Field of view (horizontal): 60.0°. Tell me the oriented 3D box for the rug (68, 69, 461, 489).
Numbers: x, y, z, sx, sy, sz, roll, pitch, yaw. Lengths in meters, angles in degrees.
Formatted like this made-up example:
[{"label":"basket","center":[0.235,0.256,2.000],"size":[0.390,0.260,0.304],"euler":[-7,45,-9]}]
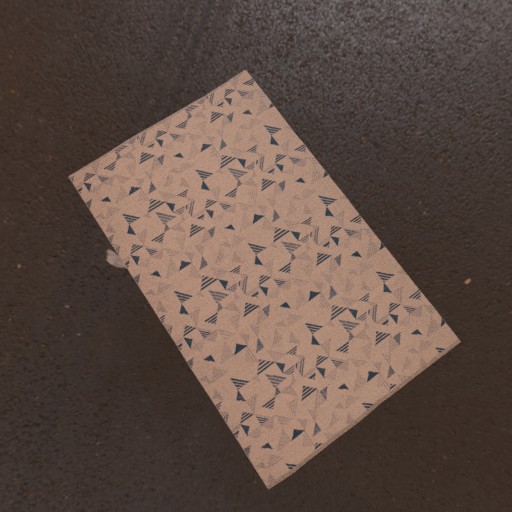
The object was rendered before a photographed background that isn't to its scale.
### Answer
[{"label":"rug","center":[0.000,0.000,2.978],"size":[1.512,0.009,2.457],"euler":[-34,79,-8]}]
